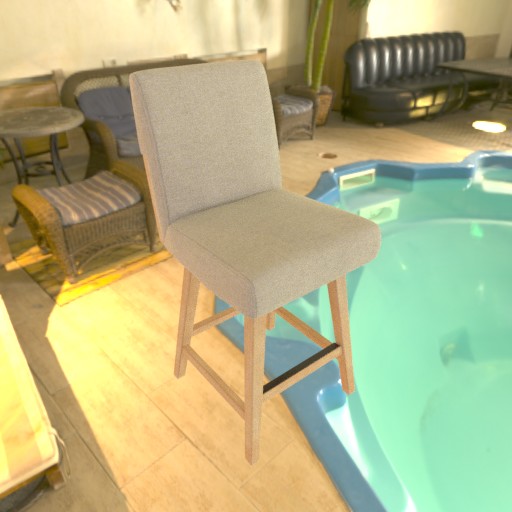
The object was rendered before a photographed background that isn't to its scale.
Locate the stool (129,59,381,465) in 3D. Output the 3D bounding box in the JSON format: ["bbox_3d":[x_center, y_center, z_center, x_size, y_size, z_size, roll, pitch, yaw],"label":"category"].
[{"bbox_3d":[0.000,0.000,1.419,0.507,1.085,0.606,-22,37,-32],"label":"stool"}]
